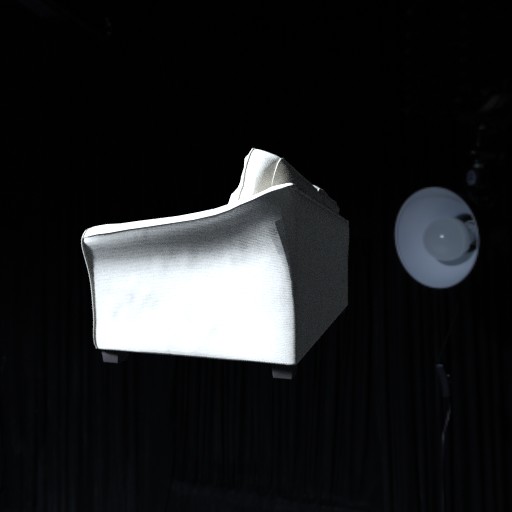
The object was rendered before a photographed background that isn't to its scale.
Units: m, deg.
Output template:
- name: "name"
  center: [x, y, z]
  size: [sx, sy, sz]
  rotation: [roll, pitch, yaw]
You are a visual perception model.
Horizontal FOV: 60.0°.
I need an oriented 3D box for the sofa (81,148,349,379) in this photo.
- name: "sofa"
  center: [0.000, 0.000, 2.865]
  size: [0.980, 0.965, 2.270]
  rotation: [0, 1, 17]
